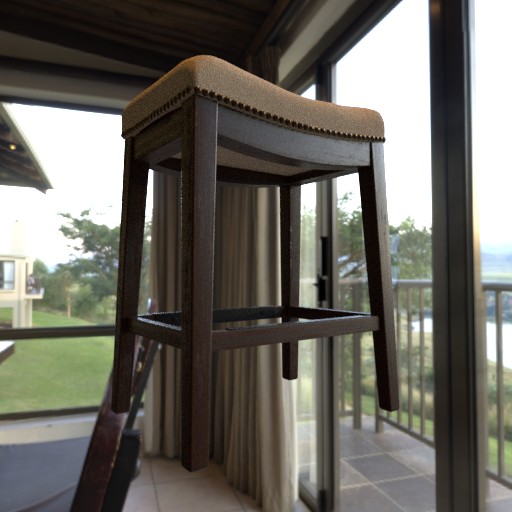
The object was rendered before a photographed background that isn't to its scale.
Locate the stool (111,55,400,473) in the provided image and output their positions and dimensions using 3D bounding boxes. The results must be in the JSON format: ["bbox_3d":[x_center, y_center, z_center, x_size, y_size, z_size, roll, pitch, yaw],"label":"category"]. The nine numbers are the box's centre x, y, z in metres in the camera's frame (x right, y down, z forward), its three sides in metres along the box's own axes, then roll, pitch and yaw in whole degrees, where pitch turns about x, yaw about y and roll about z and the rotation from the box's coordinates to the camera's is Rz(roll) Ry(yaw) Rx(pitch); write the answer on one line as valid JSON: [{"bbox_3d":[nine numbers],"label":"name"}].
[{"bbox_3d":[0.000,0.000,0.966,0.509,0.669,0.363,1,-2,-36],"label":"stool"}]
